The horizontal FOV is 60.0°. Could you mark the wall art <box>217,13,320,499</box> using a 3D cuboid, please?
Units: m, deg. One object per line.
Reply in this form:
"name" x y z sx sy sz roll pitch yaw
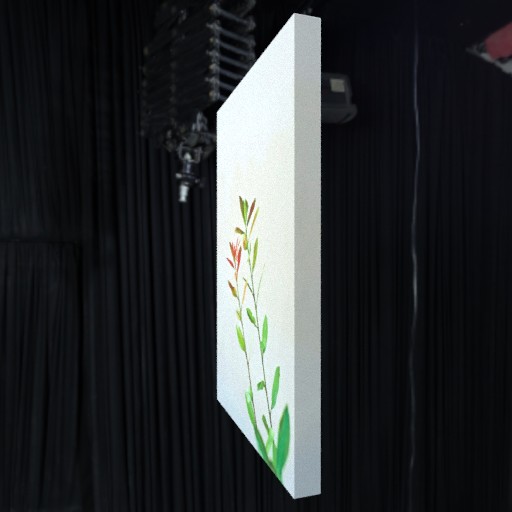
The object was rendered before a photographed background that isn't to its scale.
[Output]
"wall art" 0.000 0.000 0.756 0.038 0.611 0.408 0 0 -19
